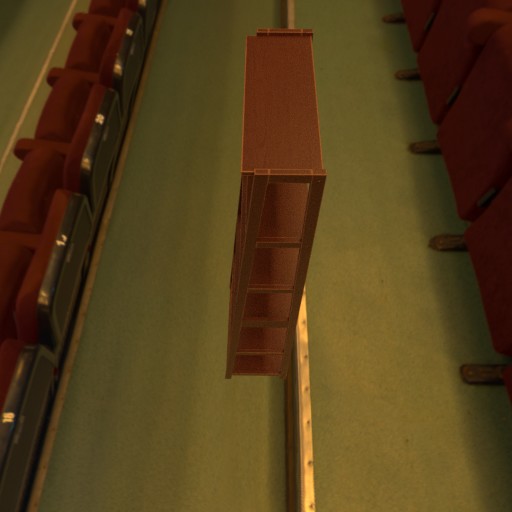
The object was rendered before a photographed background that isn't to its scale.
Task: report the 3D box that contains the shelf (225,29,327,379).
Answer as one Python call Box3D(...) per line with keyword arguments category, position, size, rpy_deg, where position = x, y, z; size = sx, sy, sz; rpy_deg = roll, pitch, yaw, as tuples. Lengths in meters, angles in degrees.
Box3D(category="shelf", position=(0.000, 0.000, 2.144), size=(0.381, 1.892, 0.660), rpy_deg=(1, 59, 0))
